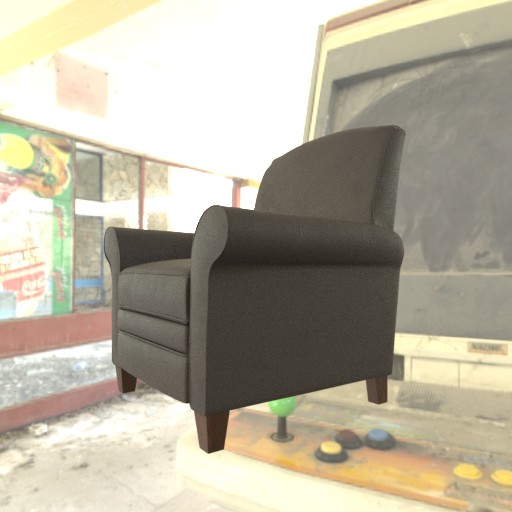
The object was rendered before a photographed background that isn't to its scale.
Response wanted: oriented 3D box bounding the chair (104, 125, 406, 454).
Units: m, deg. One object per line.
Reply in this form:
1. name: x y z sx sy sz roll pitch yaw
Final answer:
1. chair: 0.000 0.000 1.706 0.902 1.061 0.978 1 -1 -36
